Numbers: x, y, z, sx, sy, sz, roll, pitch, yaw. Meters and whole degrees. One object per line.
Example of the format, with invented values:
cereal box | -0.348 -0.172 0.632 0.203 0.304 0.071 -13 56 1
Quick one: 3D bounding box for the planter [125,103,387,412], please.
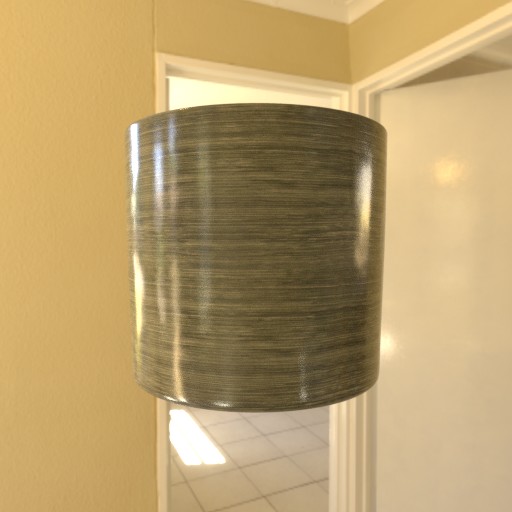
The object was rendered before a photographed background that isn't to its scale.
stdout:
planter | 0.000 0.000 0.393 0.221 0.201 0.221 0 2 0
